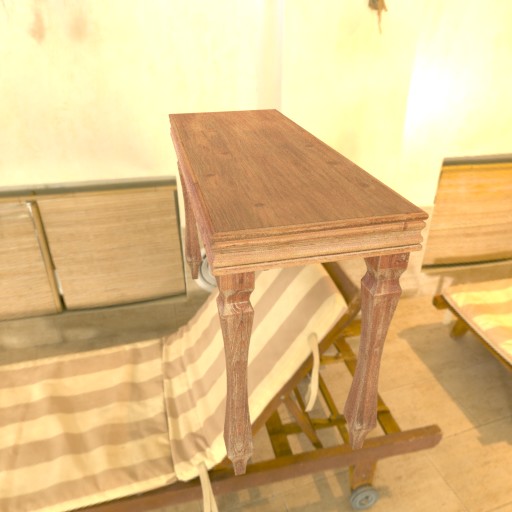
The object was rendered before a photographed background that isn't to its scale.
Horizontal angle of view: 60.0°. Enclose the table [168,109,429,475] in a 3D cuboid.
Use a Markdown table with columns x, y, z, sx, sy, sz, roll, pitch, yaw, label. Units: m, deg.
| x | y | z | sx | sy | sz | roll | pitch | yaw | label |
| --- | --- | --- | --- | --- | --- | --- | --- | --- | --- |
| 0.000 | 0.000 | 1.768 | 0.522 | 0.873 | 1.330 | -7 | 30 | -12 | table |
